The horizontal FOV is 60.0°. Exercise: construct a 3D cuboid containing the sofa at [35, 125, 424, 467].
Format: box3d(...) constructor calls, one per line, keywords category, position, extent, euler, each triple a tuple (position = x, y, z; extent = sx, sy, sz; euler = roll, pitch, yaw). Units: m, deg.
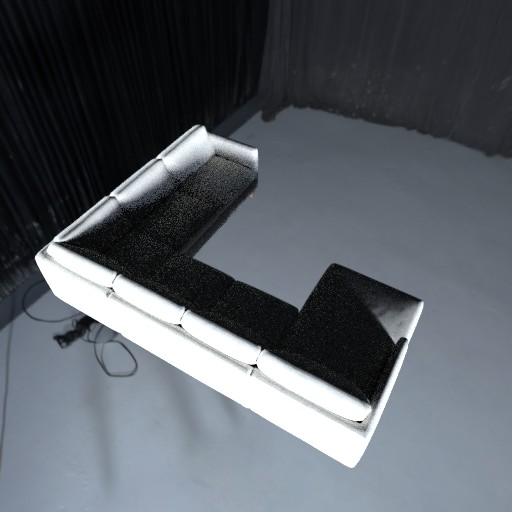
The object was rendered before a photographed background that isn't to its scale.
box3d(category="sofa", position=(0.000, 0.000, 4.384), extent=(3.238, 0.853, 2.551), euler=(24, 52, 20))
